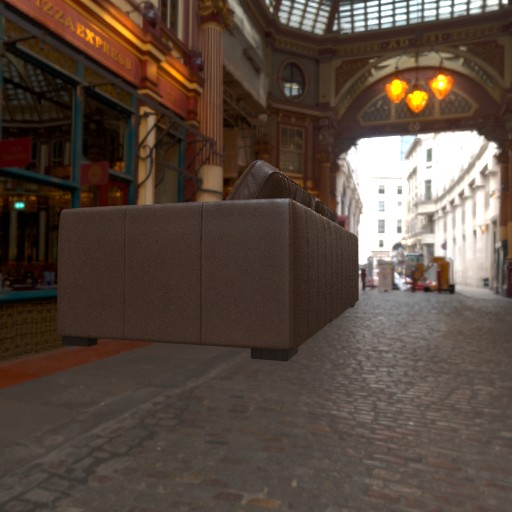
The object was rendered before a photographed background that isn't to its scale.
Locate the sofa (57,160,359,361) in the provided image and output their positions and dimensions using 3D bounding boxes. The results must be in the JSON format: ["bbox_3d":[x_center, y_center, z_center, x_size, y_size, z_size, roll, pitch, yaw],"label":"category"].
[{"bbox_3d":[0.000,0.000,2.787,1.070,0.801,2.262,0,-1,19],"label":"sofa"}]
